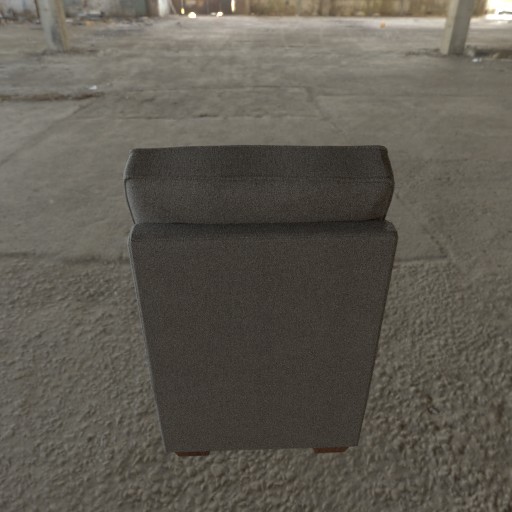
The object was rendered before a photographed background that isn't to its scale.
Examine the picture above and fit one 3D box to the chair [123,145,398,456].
[{"bbox_3d":[0.000,0.000,1.533,0.621,0.970,0.938,-1,31,-2],"label":"chair"}]
